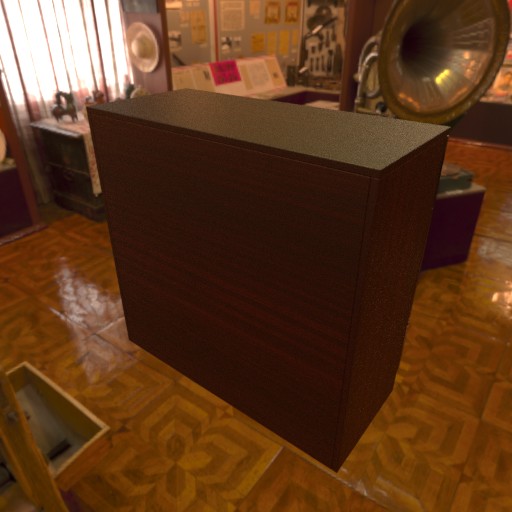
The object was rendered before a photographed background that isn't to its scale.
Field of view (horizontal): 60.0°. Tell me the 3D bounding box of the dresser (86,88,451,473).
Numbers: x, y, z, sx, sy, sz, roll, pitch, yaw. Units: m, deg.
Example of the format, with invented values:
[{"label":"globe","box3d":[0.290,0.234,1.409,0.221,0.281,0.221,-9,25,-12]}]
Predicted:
[{"label":"dresser","box3d":[0.000,0.000,1.159,0.750,0.720,0.360,21,36,32]}]
